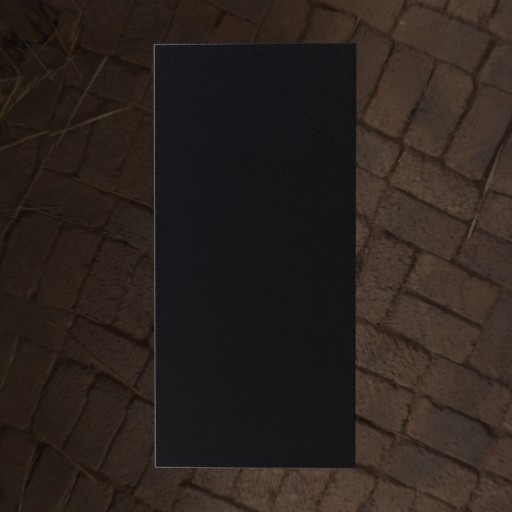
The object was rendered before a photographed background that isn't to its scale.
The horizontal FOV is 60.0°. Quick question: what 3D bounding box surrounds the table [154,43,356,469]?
[{"bbox_3d":[0.000,0.000,1.288,0.483,0.457,1.016,0,91,1],"label":"table"}]
